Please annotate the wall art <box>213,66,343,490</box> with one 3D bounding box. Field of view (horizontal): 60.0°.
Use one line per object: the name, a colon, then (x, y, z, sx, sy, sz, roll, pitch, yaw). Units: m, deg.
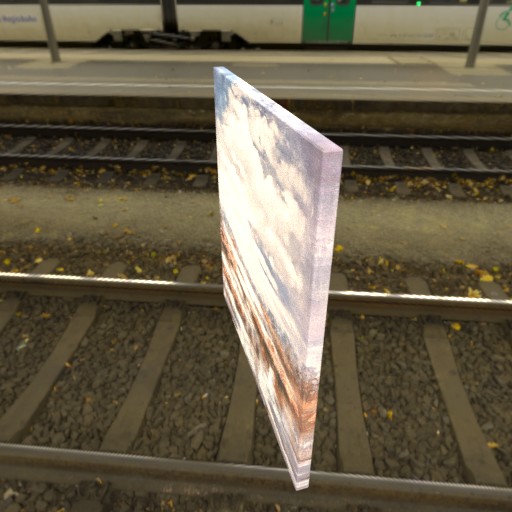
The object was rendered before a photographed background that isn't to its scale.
wall art: (0.000, 0.000, 1.282, 0.035, 0.897, 0.888, -8, 32, -13)
